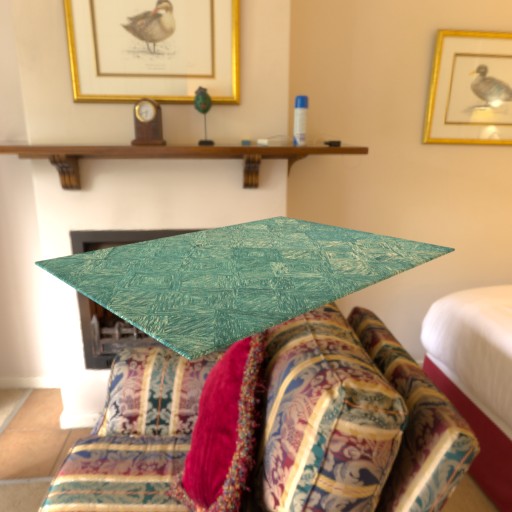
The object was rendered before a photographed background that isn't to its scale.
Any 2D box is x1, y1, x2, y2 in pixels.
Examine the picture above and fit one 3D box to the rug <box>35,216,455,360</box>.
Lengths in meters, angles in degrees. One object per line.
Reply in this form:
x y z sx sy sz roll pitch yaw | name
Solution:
0.000 0.000 4.213 3.217 0.027 2.405 -14 21 -41 | rug
